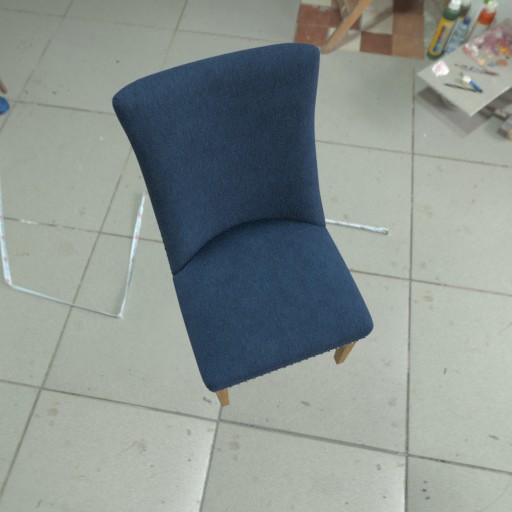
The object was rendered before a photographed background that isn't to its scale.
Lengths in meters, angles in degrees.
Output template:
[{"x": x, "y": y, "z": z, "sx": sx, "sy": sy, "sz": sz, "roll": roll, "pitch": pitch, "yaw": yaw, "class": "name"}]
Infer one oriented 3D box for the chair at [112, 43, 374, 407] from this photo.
[{"x": 0.000, "y": 0.000, "z": 1.259, "sx": 0.495, "sy": 0.902, "sz": 0.610, "roll": -18, "pitch": 65, "yaw": -9, "class": "chair"}]
